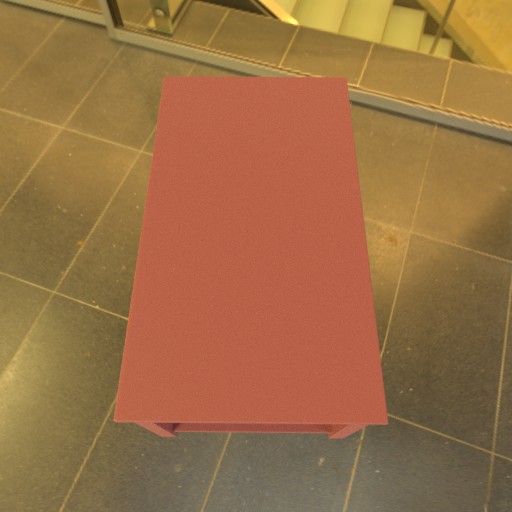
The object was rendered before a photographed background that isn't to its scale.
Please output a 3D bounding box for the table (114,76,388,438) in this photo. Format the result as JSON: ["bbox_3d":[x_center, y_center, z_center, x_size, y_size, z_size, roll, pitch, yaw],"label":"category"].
[{"bbox_3d":[0.000,0.000,1.427,0.612,0.493,1.068,0,63,0],"label":"table"}]
